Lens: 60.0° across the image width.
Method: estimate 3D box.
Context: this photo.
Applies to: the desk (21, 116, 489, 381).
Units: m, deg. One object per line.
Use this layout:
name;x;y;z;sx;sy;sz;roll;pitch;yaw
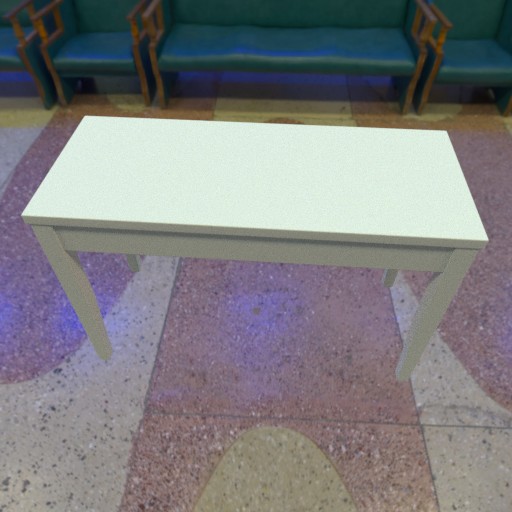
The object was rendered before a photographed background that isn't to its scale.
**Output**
desk;0.000;0.000;1.605;1.220;0.775;0.508;3;48;3
